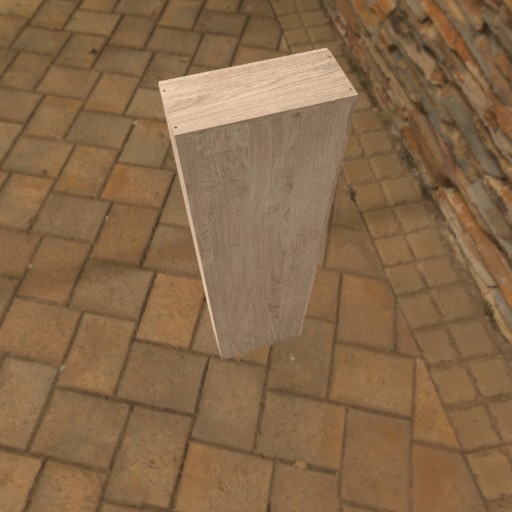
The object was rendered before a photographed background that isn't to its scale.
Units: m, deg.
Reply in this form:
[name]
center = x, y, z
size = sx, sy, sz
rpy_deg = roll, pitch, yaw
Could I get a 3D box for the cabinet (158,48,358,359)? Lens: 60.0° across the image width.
[cabinet]
center = 0.000, 0.000, 1.968
size = 0.500, 1.790, 0.230
rpy_deg = -15, 60, -9
